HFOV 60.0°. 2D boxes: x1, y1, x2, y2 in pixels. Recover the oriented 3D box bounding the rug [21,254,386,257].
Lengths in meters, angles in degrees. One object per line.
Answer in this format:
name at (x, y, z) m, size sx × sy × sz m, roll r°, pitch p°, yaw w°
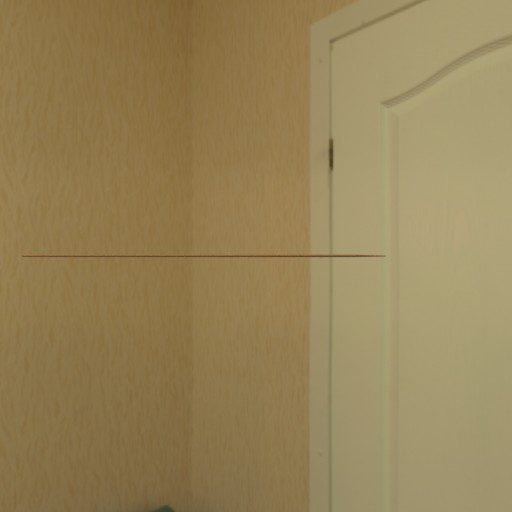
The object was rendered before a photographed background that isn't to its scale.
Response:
rug at (0.000, 0.000, 2.306) m, size 1.219 × 0.008 × 1.829 m, roll 0°, pitch 0°, yaw 19°
